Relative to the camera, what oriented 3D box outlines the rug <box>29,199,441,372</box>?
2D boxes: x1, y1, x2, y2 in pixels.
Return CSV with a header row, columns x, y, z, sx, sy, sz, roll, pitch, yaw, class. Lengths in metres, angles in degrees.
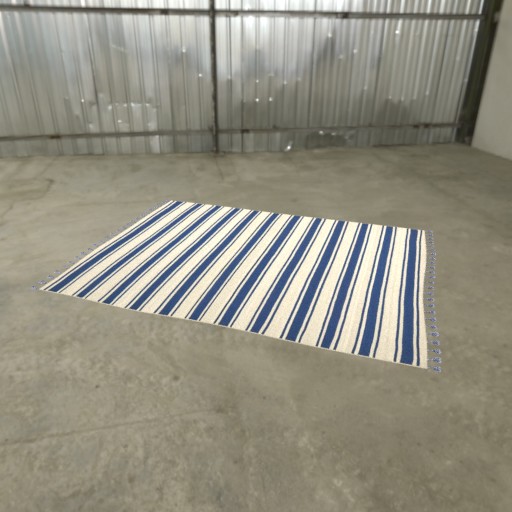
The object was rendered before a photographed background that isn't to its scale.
x,y,z,sx,sy,sz,roll,pitch,yaw,class
0.000,0.000,4.434,3.416,0.016,2.471,9,28,17,rug
